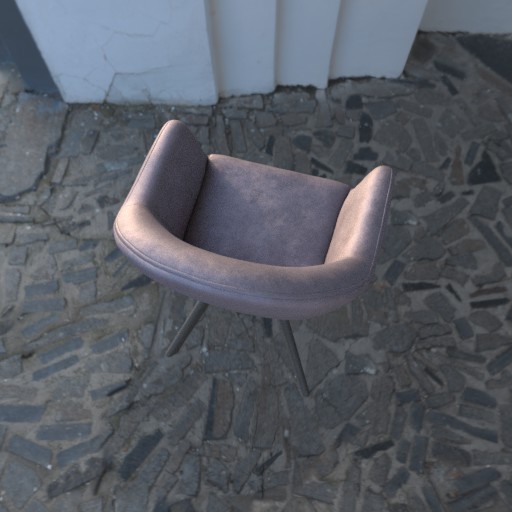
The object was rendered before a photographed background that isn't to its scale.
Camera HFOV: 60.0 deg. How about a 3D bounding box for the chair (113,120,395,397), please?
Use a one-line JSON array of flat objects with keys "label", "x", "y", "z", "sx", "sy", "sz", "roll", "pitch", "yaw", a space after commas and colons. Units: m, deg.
[{"label": "chair", "x": 0.000, "y": 0.000, "z": 1.174, "sx": 0.567, "sy": 0.781, "sz": 0.544, "roll": 14, "pitch": 64, "yaw": 7}]
